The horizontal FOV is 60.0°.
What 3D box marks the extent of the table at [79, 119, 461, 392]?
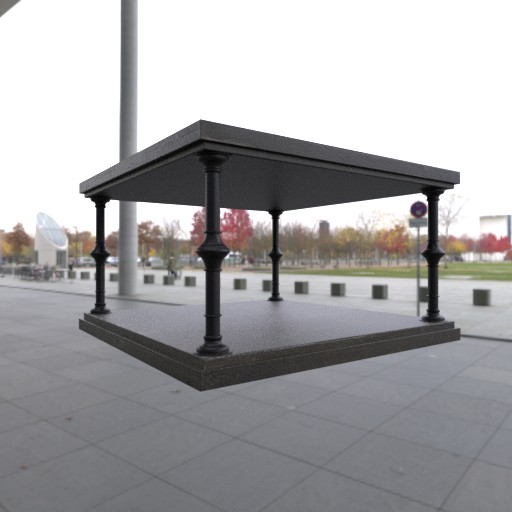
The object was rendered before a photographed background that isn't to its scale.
[{"bbox_3d":[0.000,0.000,1.134,0.696,0.400,0.696,0,0,-35],"label":"table"}]
